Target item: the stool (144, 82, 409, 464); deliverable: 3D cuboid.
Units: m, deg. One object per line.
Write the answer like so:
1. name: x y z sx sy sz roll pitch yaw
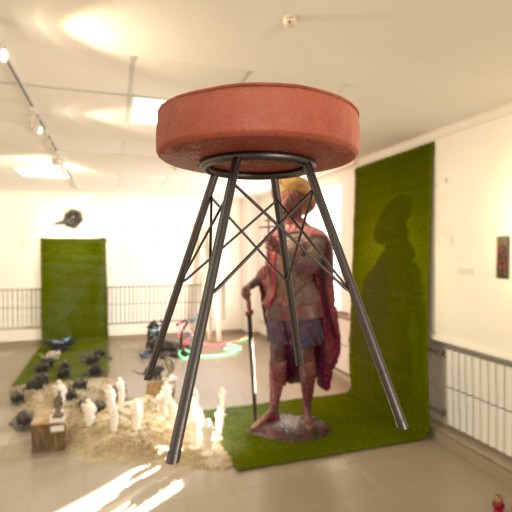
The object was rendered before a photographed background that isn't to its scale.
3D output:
1. stool: 0.000 0.000 0.913 0.421 0.593 0.457 0 1 -18
